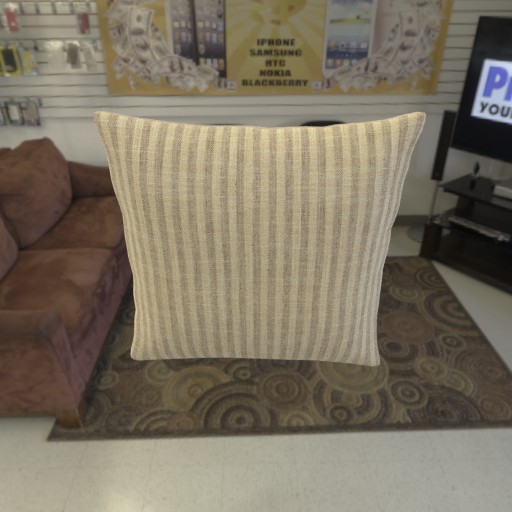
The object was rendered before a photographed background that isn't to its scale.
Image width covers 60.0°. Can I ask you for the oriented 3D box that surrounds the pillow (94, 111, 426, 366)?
[{"bbox_3d":[0.000,0.000,0.809,0.523,0.510,0.166,1,30,1],"label":"pillow"}]
